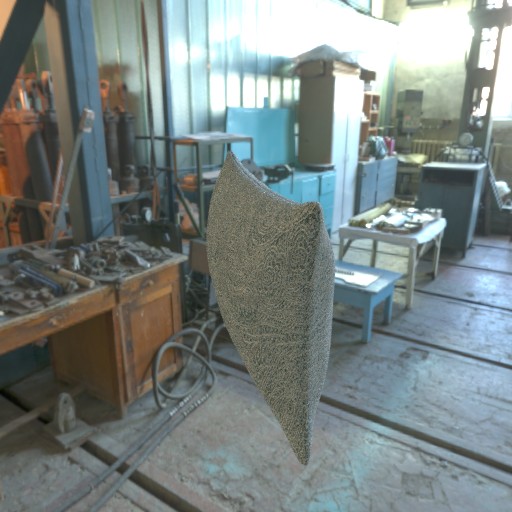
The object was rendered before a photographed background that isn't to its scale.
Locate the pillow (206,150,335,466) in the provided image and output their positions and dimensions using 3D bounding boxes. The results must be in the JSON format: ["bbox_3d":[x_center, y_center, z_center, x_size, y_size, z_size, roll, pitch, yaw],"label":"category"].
[{"bbox_3d":[0.000,0.000,0.731,0.151,0.295,0.615,-3,18,-10],"label":"pillow"}]
